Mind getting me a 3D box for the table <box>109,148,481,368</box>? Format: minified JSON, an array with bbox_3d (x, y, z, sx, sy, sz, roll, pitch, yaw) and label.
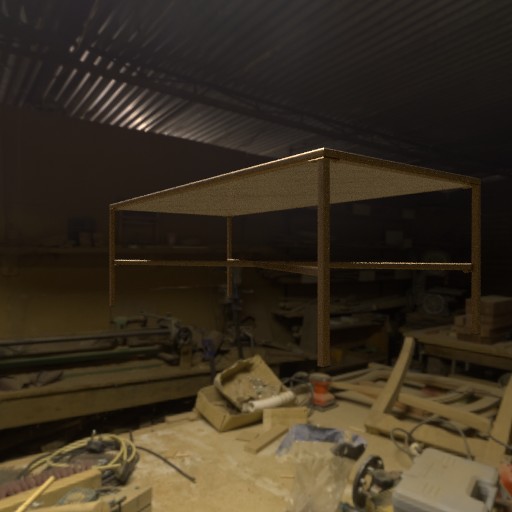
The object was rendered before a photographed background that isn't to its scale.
[{"bbox_3d":[0.000,0.000,1.466,0.577,0.405,1.197,0,0,-37],"label":"table"}]
